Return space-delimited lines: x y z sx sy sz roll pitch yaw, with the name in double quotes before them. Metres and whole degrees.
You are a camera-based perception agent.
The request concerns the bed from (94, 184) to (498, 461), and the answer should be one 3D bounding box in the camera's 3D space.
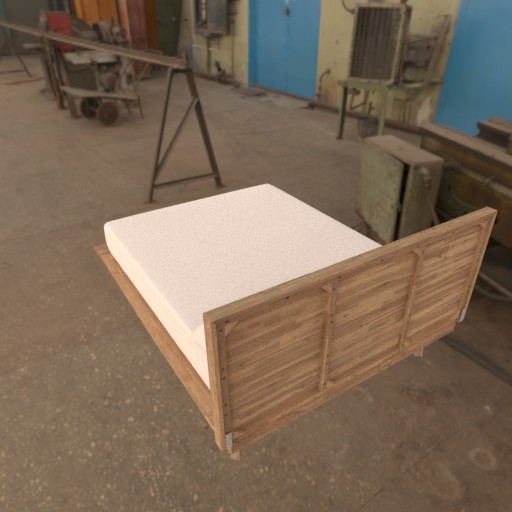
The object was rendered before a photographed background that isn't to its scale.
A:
"bed" 0.000 0.000 3.044 1.759 1.071 2.145 -18 35 -28
